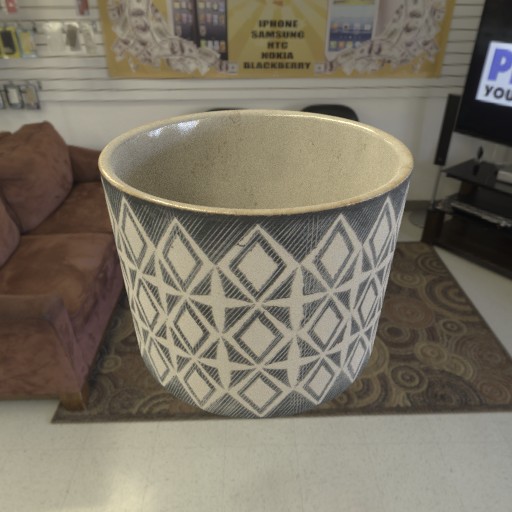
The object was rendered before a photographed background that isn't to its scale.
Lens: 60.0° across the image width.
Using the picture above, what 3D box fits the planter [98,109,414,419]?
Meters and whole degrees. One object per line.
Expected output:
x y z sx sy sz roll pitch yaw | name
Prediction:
0.000 0.000 0.325 0.192 0.165 0.192 0 32 0 | planter
